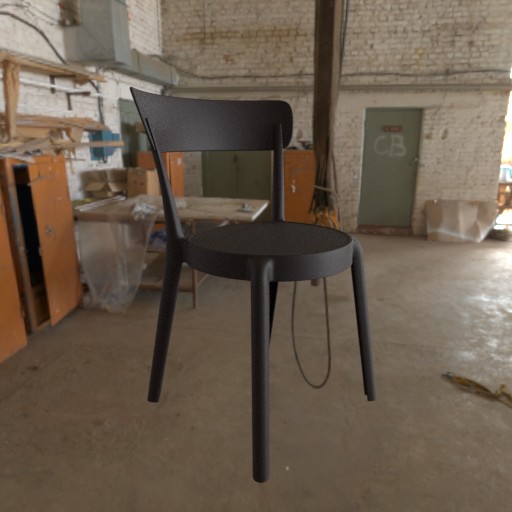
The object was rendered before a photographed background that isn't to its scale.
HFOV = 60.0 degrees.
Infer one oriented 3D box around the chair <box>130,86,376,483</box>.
[{"bbox_3d":[0.000,0.000,1.118,0.506,0.790,0.491,-14,20,-43],"label":"chair"}]
